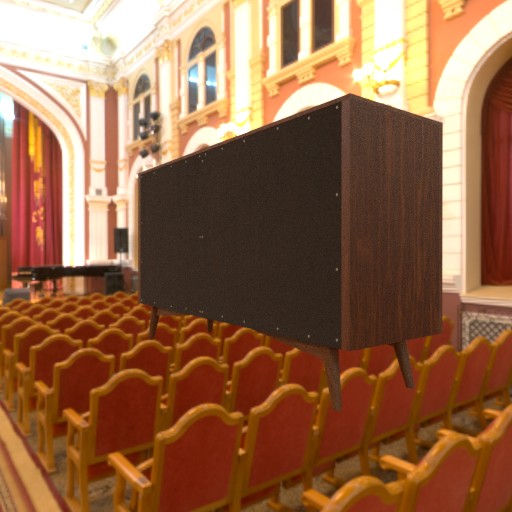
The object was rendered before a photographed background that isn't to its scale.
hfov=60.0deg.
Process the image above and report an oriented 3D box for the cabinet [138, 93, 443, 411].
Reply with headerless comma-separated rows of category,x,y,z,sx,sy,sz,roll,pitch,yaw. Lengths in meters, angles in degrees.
cabinet,0.000,0.000,2.051,0.505,0.940,1.575,0,0,-37
